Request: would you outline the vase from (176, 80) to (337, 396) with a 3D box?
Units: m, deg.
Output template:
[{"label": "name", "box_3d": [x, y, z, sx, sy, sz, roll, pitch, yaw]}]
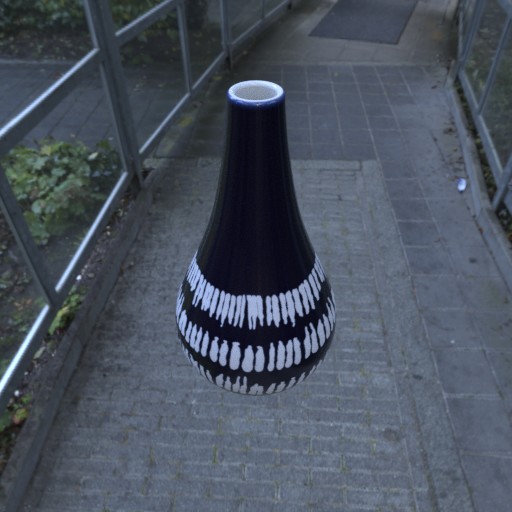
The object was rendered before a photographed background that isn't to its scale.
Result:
[{"label": "vase", "box_3d": [0.000, 0.000, 0.392, 0.159, 0.295, 0.159, 0, 42, 0]}]
